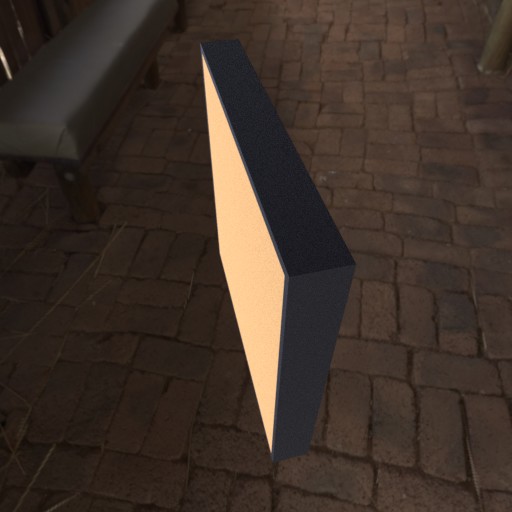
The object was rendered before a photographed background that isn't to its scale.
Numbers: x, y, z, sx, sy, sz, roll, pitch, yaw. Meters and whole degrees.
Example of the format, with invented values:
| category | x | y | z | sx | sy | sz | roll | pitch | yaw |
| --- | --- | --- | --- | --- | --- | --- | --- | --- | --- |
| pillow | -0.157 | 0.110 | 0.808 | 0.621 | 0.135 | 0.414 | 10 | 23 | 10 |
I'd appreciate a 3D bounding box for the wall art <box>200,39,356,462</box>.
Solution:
| category | x | y | z | sx | sy | sz | roll | pitch | yaw |
| --- | --- | --- | --- | --- | --- | --- | --- | --- | --- |
| wall art | 0.000 | 0.000 | 0.449 | 0.038 | 0.304 | 0.304 | -10 | 49 | -9 |
